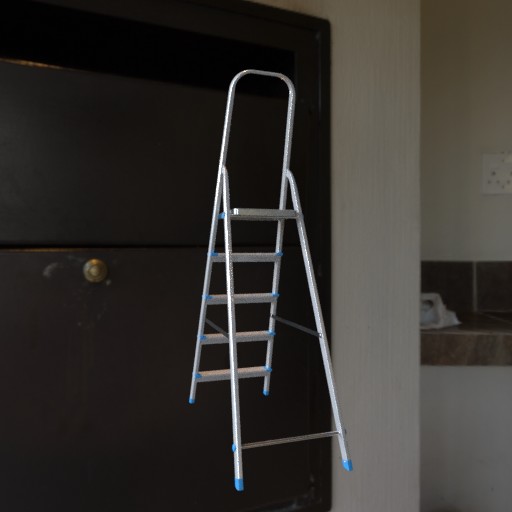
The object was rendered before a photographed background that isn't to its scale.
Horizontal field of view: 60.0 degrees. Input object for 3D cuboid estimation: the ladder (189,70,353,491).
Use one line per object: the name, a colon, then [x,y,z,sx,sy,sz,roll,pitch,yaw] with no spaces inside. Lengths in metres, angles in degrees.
ladder: [0.000,0.000,2.099,0.468,1.648,0.990,0,1,-18]
